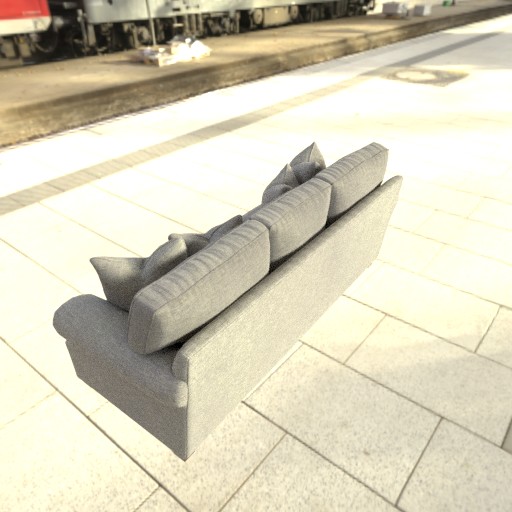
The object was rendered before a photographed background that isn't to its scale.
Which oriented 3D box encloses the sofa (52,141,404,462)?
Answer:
[{"bbox_3d":[0.000,0.000,2.743,0.965,0.975,2.312,22,39,30],"label":"sofa"}]
